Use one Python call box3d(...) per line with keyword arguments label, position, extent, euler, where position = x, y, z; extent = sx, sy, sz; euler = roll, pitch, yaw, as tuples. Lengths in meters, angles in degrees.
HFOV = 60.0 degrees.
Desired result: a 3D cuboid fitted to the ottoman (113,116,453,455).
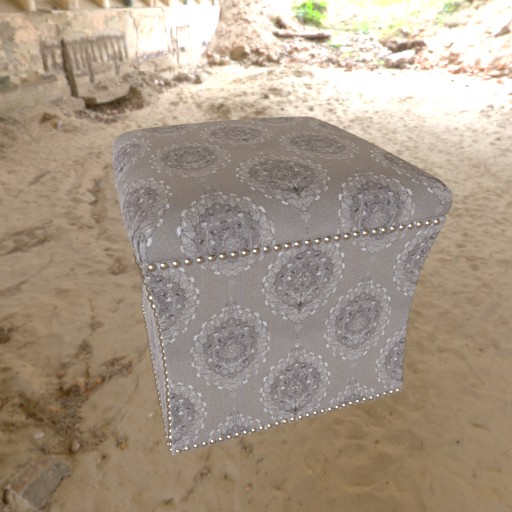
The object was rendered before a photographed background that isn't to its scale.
box3d(label="ottoman", position=(0.000, 0.000, 0.903), extent=(0.497, 0.473, 0.507), euler=(-9, 31, -16))
